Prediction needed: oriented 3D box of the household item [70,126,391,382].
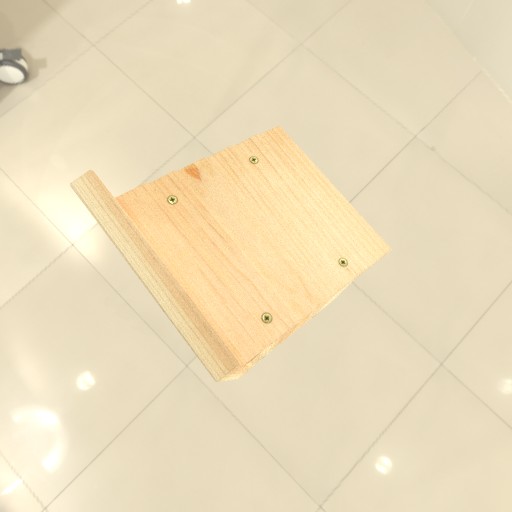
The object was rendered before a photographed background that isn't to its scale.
[{"bbox_3d":[0.000,0.000,0.409,0.171,0.300,0.149,-37,78,-9],"label":"household item"}]
